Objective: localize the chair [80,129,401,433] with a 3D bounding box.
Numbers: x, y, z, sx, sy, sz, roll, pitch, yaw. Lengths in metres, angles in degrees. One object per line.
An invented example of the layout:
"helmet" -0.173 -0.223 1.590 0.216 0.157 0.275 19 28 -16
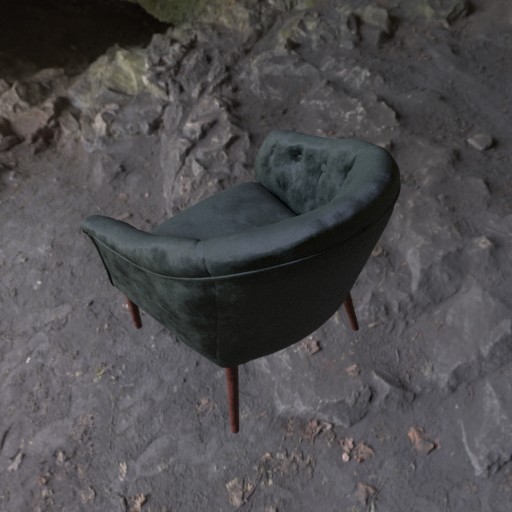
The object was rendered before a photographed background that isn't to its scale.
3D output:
"chair" 0.000 0.000 1.492 0.851 0.885 0.776 -32 54 -27
